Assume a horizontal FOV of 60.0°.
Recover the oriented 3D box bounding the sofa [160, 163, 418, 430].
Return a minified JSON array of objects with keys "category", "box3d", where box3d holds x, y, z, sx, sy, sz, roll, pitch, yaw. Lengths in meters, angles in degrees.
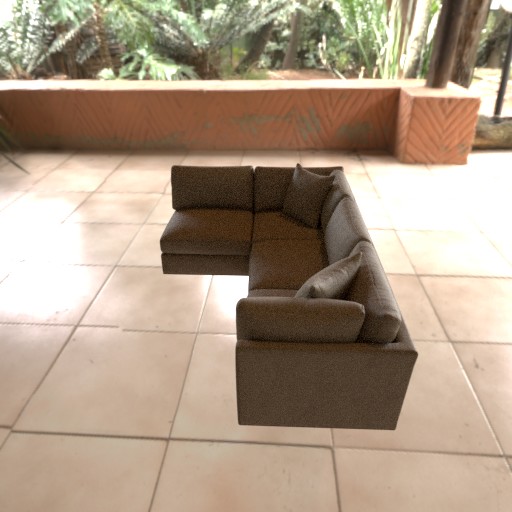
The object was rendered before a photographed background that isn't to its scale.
[{"category":"sofa","box3d":[0.000,0.000,3.931,1.994,0.978,2.896,1,30,2]}]
